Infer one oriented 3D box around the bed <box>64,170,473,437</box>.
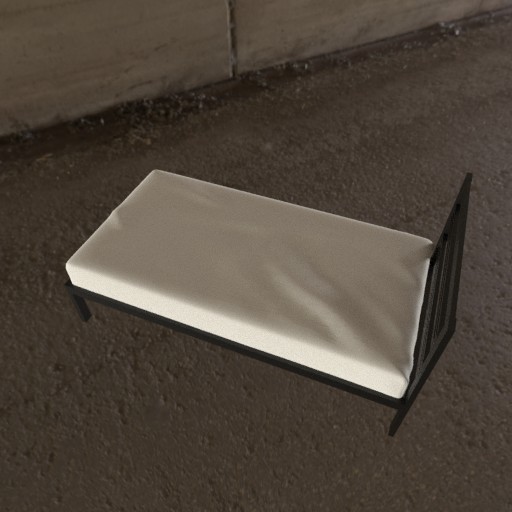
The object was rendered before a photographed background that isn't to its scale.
[{"bbox_3d":[0.000,0.000,2.465,1.930,0.967,0.991,16,49,15],"label":"bed"}]
